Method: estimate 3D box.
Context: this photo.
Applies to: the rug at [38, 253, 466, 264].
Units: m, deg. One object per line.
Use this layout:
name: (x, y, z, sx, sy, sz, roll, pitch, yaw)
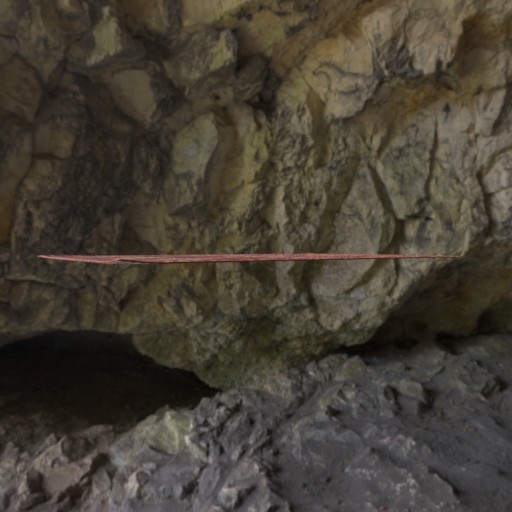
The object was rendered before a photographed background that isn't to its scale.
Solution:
rug: (0.000, 0.000, 2.825, 2.286, 0.026, 1.521, -1, 1, -36)
